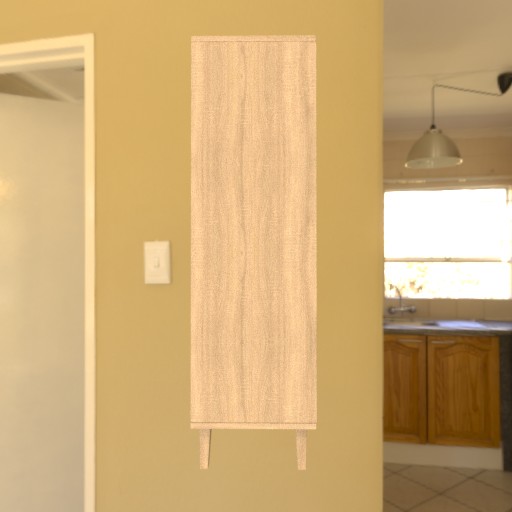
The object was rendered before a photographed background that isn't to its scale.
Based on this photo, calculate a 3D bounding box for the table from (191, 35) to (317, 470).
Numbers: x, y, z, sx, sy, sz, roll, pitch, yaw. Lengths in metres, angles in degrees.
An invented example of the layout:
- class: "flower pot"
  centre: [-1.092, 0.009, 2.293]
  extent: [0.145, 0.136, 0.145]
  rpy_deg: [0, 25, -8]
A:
- class: "table"
  centre: [0.000, 0.000, 1.954]
  extent: [0.398, 1.388, 1.111]
  rpy_deg: [0, -1, 1]
